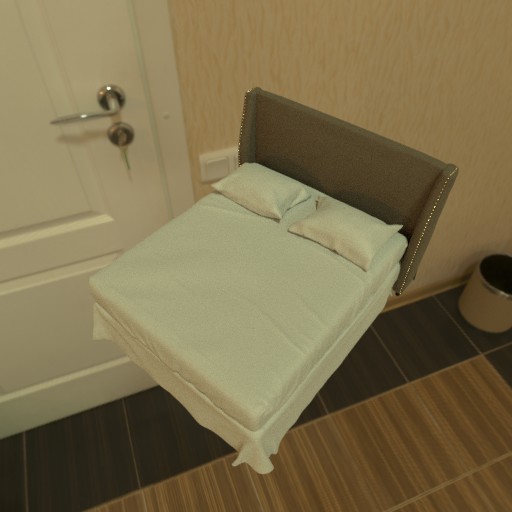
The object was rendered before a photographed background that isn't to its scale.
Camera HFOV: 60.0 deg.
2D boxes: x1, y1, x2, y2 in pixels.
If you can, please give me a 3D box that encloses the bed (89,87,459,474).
[{"bbox_3d":[0.000,0.000,3.440,1.925,1.332,2.276,31,55,26],"label":"bed"}]
